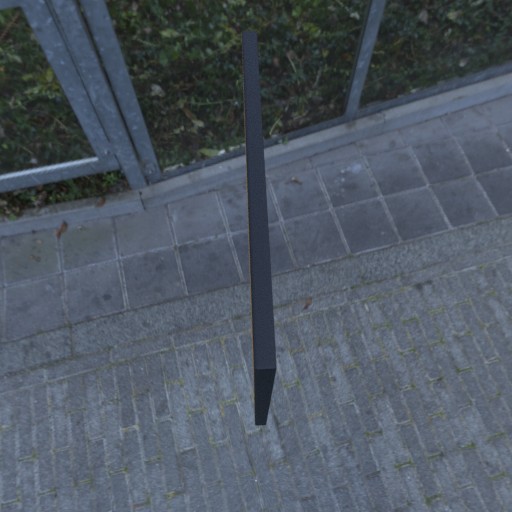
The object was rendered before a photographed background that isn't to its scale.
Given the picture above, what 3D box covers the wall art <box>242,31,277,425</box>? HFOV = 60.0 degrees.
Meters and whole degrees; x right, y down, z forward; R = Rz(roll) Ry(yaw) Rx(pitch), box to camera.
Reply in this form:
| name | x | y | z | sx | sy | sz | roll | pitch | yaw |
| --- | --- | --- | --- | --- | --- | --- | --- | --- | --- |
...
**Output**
| name | x | y | z | sx | sy | sz | roll | pitch | yaw |
| --- | --- | --- | --- | --- | --- | --- | --- | --- | --- |
| wall art | 0.000 | 0.000 | 0.700 | 0.022 | 0.453 | 0.456 | -2 | 63 | -1 |
